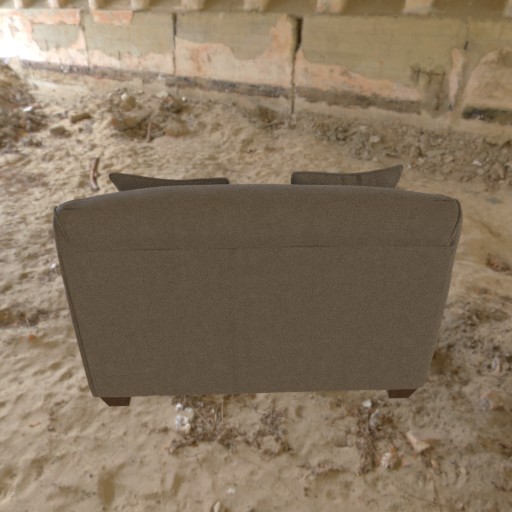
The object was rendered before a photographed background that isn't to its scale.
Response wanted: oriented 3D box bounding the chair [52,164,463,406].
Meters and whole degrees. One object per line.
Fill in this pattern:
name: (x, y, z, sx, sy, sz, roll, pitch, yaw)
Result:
chair: (0.000, 0.000, 2.044, 1.395, 0.953, 0.992, -1, 29, -2)
